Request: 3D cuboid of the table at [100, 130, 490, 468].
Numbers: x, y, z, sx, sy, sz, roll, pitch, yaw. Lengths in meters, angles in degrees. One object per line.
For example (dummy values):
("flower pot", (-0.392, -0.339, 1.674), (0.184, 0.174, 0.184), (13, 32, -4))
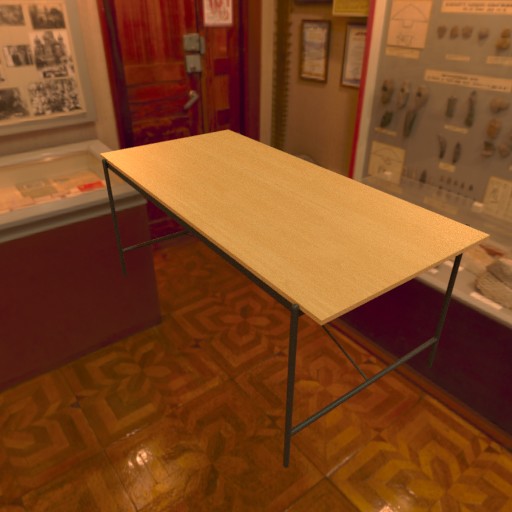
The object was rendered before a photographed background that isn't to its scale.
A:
("table", (0.000, 0.000, 2.258), (0.900, 0.758, 1.800), (-20, 36, -30))
